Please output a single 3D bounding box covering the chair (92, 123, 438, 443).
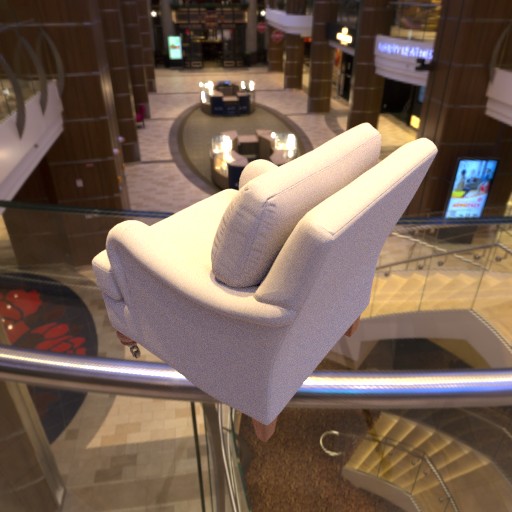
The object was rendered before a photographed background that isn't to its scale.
[{"bbox_3d":[0.000,0.000,1.859,1.070,1.038,0.955,21,37,30],"label":"chair"}]
